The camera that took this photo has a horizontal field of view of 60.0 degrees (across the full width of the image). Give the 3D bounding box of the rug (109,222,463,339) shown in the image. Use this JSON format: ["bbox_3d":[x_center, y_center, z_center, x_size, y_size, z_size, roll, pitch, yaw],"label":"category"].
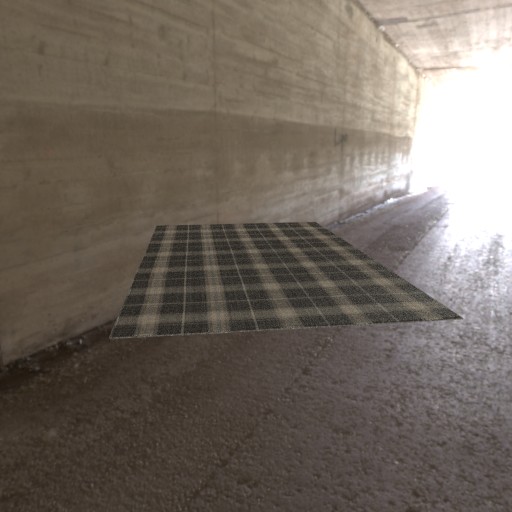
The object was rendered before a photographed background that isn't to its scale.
[{"bbox_3d":[0.000,0.000,3.016,1.520,0.015,2.434,-2,15,-8],"label":"rug"}]
